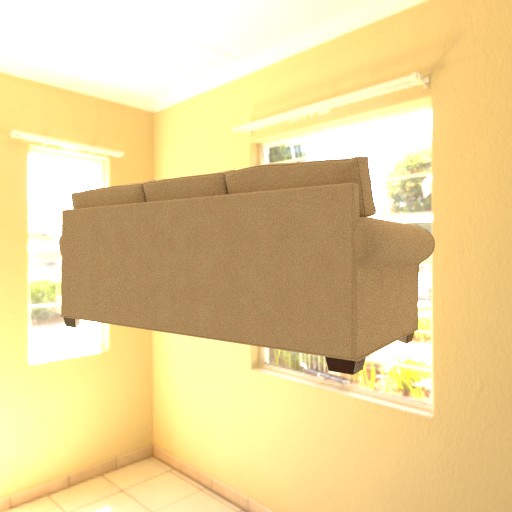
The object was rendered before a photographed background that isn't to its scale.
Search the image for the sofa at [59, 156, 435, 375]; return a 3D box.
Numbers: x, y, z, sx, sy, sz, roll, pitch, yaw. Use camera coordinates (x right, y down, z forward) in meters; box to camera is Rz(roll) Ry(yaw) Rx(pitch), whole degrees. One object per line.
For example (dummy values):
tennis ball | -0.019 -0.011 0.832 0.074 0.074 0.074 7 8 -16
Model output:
sofa | 0.000 0.000 2.339 1.770 0.734 1.226 0 1 35
